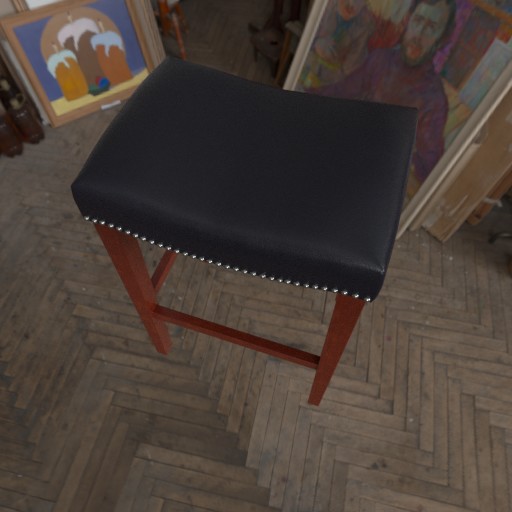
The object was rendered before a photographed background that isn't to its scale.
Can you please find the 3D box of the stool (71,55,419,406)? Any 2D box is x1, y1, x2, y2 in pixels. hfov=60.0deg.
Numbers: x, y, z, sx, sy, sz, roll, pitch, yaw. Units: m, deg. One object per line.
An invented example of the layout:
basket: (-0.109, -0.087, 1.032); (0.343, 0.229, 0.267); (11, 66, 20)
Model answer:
stool: (0.000, 0.000, 1.022); (0.504, 0.742, 0.372); (16, 59, 10)
